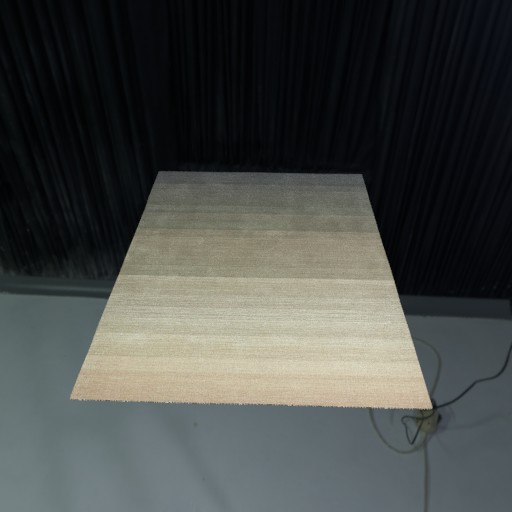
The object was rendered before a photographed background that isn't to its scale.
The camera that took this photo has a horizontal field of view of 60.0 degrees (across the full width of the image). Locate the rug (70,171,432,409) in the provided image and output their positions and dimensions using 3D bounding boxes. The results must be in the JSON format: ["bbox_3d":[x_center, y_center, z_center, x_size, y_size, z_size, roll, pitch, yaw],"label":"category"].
[{"bbox_3d":[0.000,0.000,3.935,2.315,0.015,2.932,1,40,1],"label":"rug"}]
